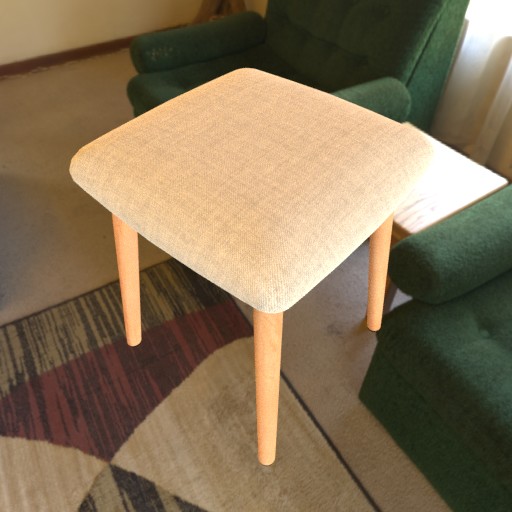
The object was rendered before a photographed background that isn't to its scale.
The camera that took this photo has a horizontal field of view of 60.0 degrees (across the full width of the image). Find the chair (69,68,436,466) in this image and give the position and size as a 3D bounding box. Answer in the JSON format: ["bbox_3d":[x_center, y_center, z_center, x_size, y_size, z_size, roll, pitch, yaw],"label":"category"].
[{"bbox_3d":[0.000,0.000,0.678,0.350,0.440,0.350,32,55,26],"label":"chair"}]
